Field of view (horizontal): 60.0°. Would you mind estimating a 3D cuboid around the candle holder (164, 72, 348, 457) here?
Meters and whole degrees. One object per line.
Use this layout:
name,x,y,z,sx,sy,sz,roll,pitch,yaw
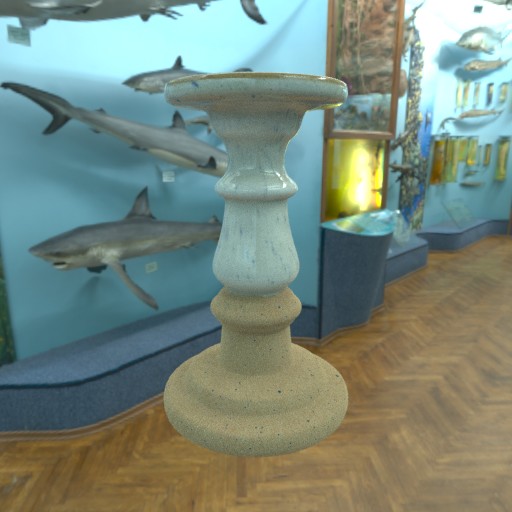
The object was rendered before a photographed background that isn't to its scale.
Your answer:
candle holder,0.000,0.000,0.279,0.123,0.202,0.123,0,14,0
